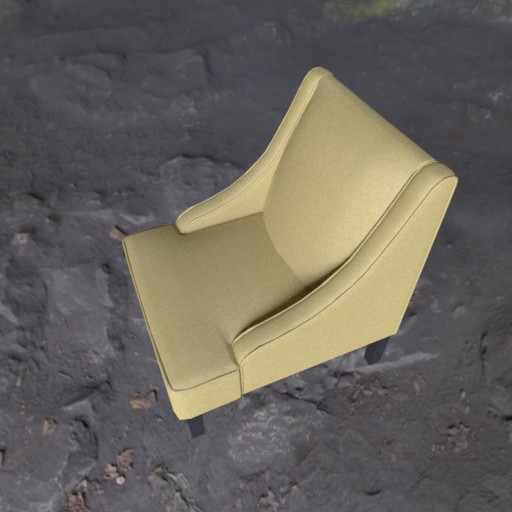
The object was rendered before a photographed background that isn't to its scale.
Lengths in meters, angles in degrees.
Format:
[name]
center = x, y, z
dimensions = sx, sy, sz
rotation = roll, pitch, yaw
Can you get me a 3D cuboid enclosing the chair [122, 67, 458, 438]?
[chair]
center = 0.000, 0.000, 1.500
dimensions = 0.814, 0.896, 0.696
rotation = -17, 49, -16
